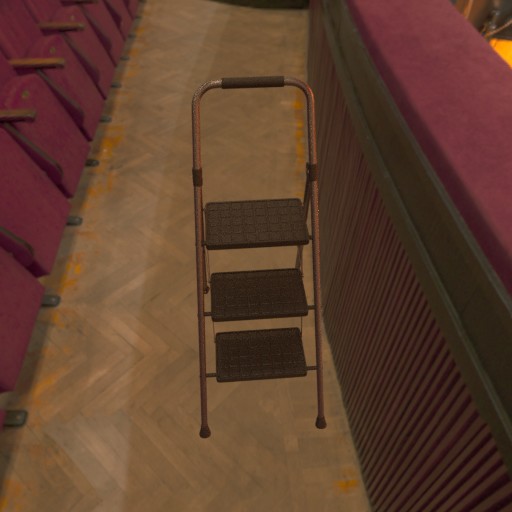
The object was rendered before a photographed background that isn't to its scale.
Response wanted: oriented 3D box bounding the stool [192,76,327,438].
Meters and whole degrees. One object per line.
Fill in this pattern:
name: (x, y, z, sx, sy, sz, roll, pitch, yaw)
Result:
stool: (0.000, 0.000, 1.488, 0.473, 1.121, 0.733, -3, 45, -3)
